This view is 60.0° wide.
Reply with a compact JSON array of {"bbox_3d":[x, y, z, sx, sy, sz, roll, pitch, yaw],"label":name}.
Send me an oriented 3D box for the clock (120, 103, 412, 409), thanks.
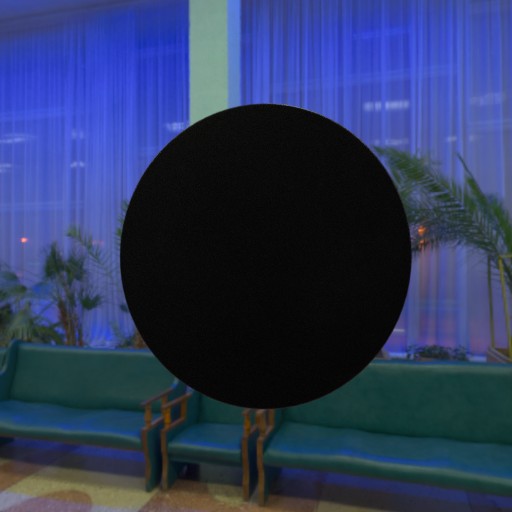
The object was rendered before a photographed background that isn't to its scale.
[{"bbox_3d":[0.000,0.000,0.474,0.314,0.314,0.040,0,-1,18],"label":"clock"}]
